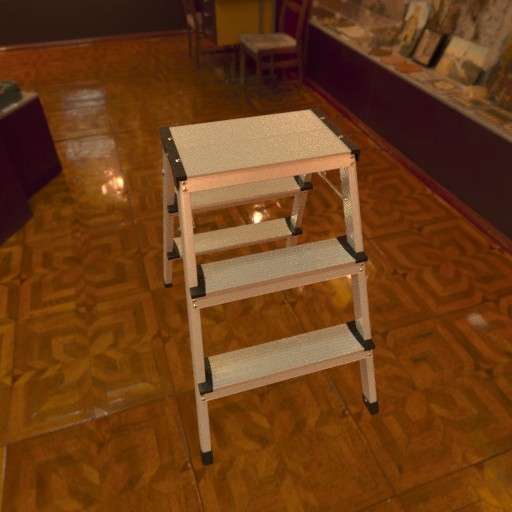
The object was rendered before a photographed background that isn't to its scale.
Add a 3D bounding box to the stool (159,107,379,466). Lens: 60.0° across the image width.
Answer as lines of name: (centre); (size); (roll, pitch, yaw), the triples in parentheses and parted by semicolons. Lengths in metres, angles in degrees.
stool: (0.000, 0.000, 1.053); (0.437, 0.605, 0.622); (-11, 42, -13)
